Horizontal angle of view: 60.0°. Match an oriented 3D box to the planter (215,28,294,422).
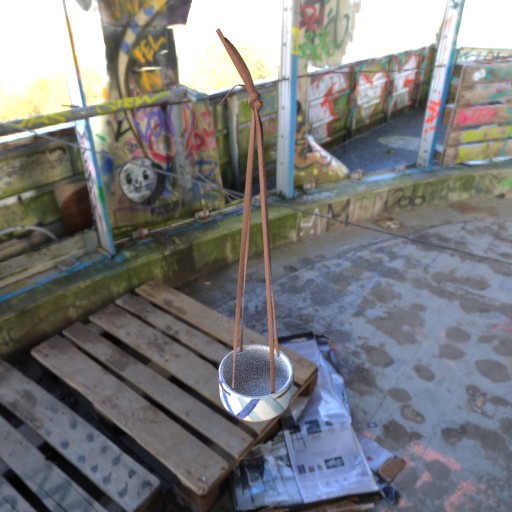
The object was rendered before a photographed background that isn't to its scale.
[{"bbox_3d":[0.000,0.000,0.818,0.166,0.751,0.166,21,37,32],"label":"planter"}]
